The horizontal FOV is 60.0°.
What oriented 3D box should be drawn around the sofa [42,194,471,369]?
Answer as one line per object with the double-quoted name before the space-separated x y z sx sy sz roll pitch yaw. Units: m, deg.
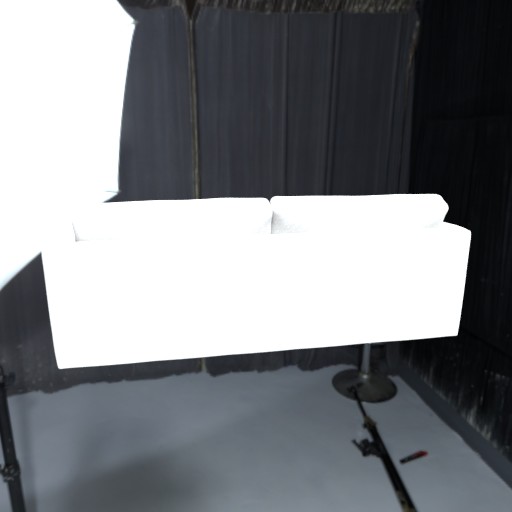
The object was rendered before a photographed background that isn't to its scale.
"sofa" 0.000 0.000 2.819 2.588 0.838 1.090 -3 15 -10
